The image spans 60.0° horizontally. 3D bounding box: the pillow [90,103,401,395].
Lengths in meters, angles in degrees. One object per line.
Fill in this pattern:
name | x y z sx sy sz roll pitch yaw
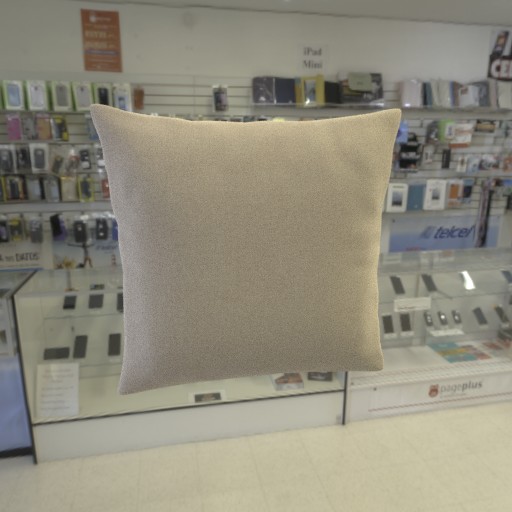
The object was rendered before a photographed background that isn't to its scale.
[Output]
pillow | 0.000 0.000 0.794 0.523 0.510 0.166 -2 14 -9
